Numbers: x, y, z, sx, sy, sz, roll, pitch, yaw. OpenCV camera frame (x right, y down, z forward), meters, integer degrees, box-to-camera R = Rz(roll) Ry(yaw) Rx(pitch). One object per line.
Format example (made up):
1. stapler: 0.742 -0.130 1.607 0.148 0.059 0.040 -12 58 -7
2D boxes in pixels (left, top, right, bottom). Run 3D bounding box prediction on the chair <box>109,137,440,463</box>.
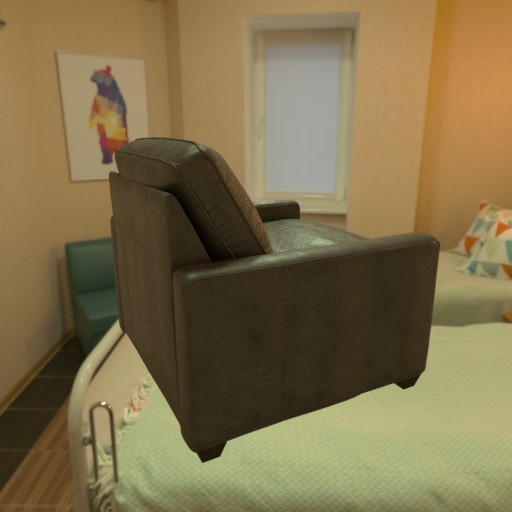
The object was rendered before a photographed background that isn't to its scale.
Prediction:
1. chair: 0.000 0.000 1.760 0.939 0.916 1.006 -8 18 -27
